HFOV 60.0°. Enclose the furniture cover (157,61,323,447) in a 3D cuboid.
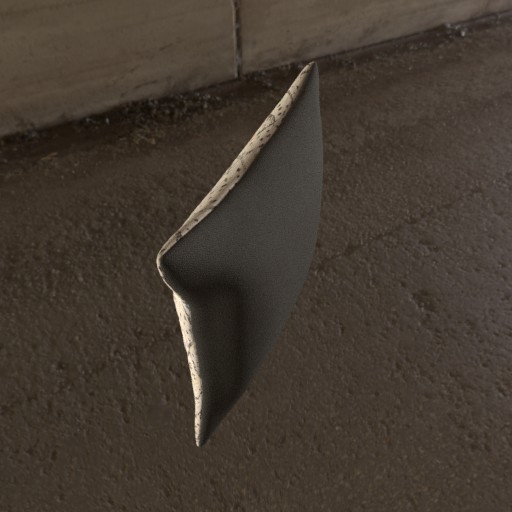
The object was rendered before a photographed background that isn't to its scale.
[{"bbox_3d":[0.000,0.000,0.784,0.180,0.498,0.525,17,49,15],"label":"furniture cover"}]
